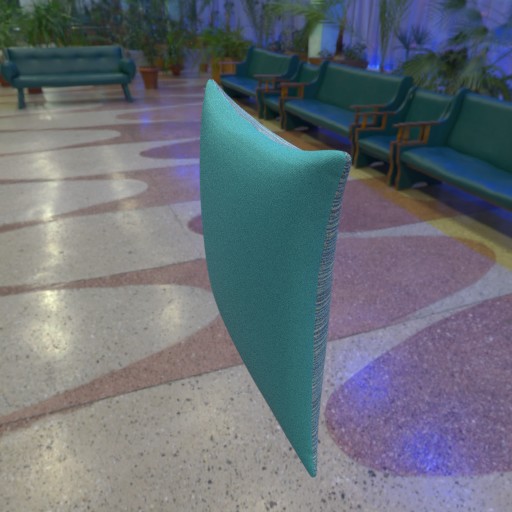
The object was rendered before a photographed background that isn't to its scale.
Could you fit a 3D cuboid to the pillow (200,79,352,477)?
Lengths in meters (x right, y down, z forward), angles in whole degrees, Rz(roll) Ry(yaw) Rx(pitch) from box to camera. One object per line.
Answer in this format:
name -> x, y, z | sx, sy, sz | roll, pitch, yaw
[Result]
pillow -> 0.000, 0.000, 0.748 | 0.150, 0.497, 0.514 | -10, 32, -17
